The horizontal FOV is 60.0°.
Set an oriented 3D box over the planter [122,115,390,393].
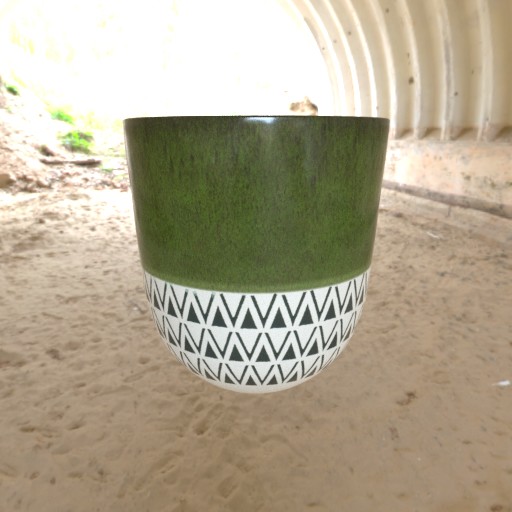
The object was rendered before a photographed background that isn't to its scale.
[{"bbox_3d":[0.000,0.000,0.458,0.245,0.270,0.245,0,16,0],"label":"planter"}]
